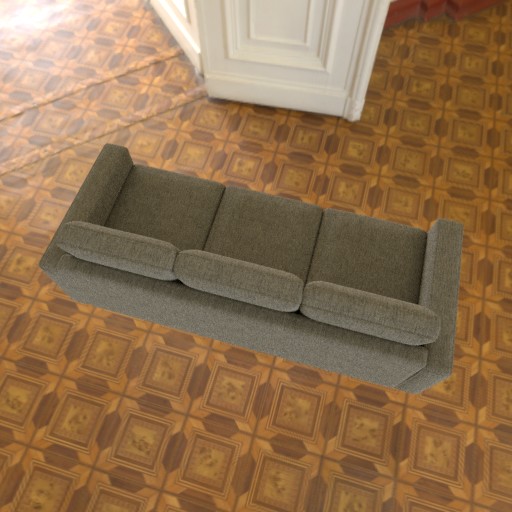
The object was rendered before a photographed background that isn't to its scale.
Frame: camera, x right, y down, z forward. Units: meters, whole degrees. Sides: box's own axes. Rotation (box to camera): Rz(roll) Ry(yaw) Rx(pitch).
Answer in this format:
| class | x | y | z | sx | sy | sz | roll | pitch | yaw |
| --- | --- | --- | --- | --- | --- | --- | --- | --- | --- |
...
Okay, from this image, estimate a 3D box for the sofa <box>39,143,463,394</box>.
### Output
| class | x | y | z | sx | sy | sz | roll | pitch | yaw |
| --- | --- | --- | --- | --- | --- | --- | --- | --- | --- |
| sofa | 0.000 | 0.000 | 2.529 | 2.160 | 0.800 | 0.900 | 14 | 64 | 7 |
